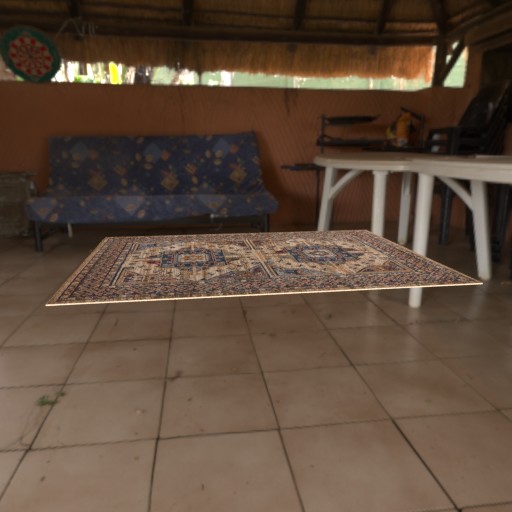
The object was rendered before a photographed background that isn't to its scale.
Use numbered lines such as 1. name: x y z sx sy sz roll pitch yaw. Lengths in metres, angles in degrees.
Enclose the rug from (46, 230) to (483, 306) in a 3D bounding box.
1. rug: 0.000 0.000 2.994 2.227 0.008 1.611 -2 14 -9
